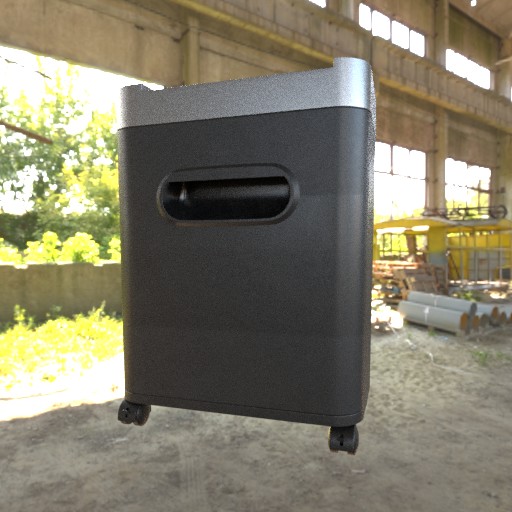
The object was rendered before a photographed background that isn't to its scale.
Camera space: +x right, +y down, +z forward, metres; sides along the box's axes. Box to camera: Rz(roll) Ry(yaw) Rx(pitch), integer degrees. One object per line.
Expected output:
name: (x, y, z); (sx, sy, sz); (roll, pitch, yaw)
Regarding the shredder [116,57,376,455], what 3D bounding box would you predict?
shredder: (0.000, 0.000, 0.602); (0.311, 0.419, 0.237); (0, 1, 18)
